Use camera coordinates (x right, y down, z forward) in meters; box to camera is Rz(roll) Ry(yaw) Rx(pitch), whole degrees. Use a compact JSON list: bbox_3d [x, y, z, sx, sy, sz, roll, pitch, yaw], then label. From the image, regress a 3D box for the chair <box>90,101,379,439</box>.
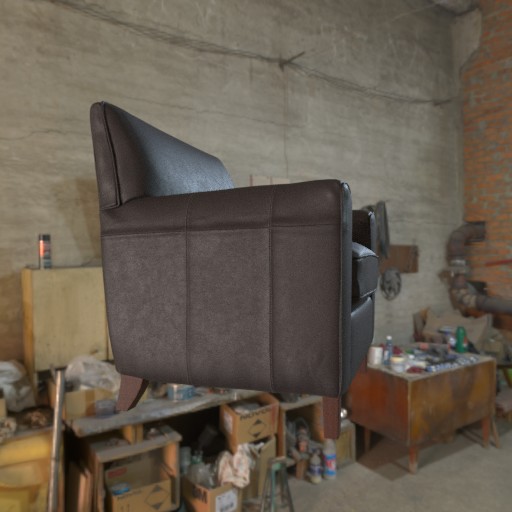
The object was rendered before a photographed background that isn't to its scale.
[{"bbox_3d":[0.000,0.000,1.594,0.825,0.943,0.870,0,0,20],"label":"chair"}]
